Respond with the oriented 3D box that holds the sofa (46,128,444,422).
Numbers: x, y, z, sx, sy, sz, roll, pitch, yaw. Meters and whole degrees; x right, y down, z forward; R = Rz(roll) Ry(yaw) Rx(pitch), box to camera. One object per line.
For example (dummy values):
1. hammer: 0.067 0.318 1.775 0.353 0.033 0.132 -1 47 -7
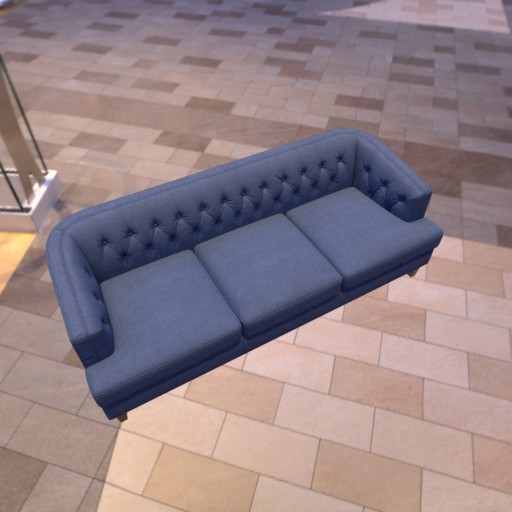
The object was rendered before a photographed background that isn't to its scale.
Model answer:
1. sofa: 0.000 0.000 2.705 2.235 0.787 0.914 -22 50 -20
